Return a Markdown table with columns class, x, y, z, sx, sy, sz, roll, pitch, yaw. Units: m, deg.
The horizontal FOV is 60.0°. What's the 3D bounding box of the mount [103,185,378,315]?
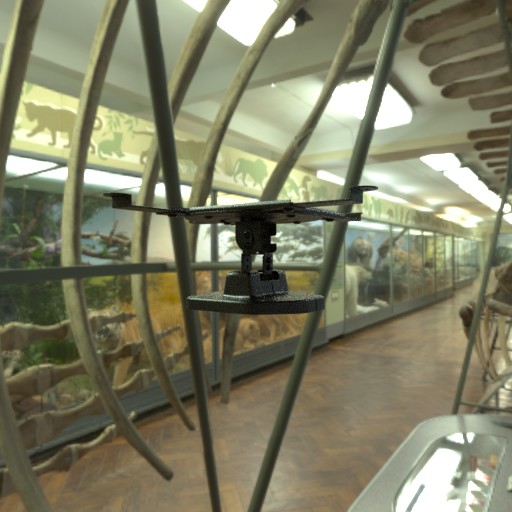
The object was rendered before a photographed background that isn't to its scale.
| class | x | y | z | sx | sy | sz | roll | pitch | yaw |
| --- | --- | --- | --- | --- | --- | --- | --- | --- | --- |
| mount | 0.000 | 0.000 | 0.619 | 0.394 | 0.141 | 0.394 | 0 | 0 | 34 |
